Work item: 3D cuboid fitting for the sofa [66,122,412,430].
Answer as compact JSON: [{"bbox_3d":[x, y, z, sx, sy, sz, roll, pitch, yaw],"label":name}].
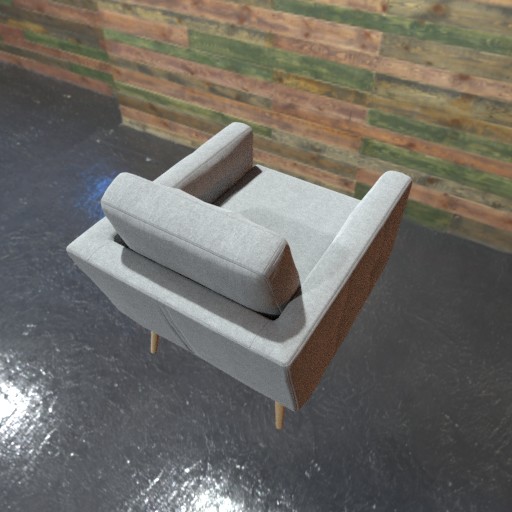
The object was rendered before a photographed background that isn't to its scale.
[{"bbox_3d":[0.000,0.000,1.563,0.770,0.860,0.920,24,50,22],"label":"sofa"}]
